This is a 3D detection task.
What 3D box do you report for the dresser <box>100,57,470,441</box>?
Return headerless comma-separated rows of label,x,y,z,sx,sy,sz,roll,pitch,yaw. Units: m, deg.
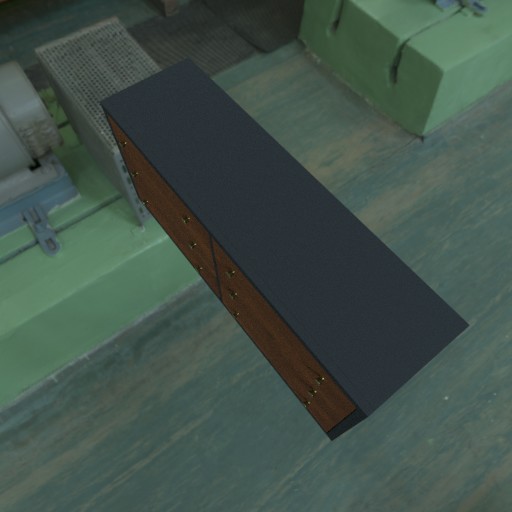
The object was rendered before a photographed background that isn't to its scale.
dresser,0.000,0.000,1.975,0.463,0.872,1.558,-34,67,-17
